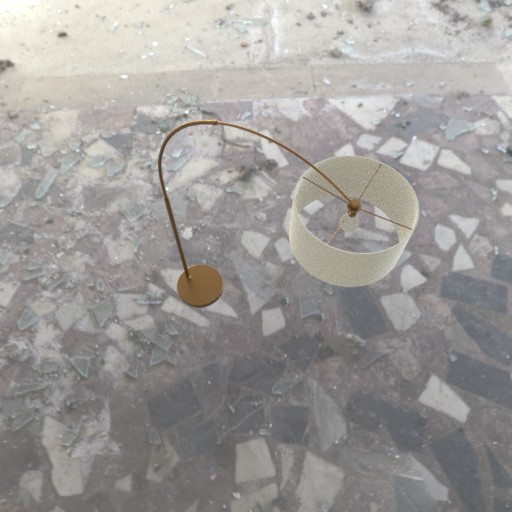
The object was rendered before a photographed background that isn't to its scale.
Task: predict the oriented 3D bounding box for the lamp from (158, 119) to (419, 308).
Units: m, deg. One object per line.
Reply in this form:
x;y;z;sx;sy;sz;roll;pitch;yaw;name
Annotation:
0.000;0.000;2.603;1.434;1.927;0.493;29;63;16;lamp
